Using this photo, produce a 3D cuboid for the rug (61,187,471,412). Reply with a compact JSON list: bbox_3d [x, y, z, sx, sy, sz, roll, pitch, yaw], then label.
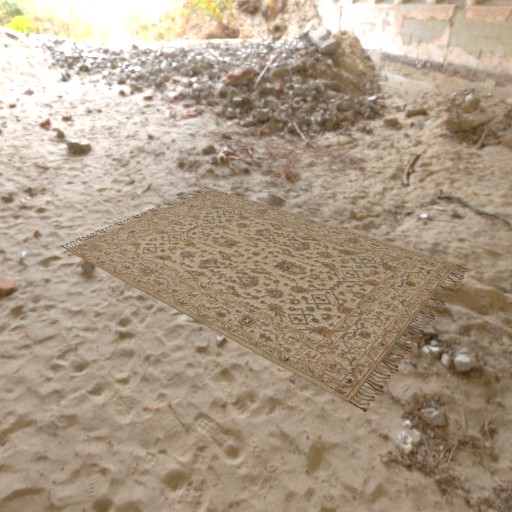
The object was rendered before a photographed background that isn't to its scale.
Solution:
[{"bbox_3d":[0.000,0.000,3.073,2.434,0.027,1.529,21,36,33],"label":"rug"}]
